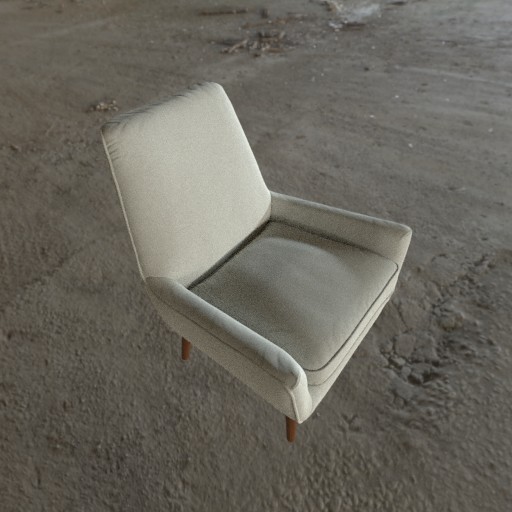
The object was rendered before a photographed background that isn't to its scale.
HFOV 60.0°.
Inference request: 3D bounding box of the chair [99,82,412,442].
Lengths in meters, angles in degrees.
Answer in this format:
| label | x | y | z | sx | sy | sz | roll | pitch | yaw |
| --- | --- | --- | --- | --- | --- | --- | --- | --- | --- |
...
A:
| label | x | y | z | sx | sy | sz | roll | pitch | yaw |
| --- | --- | --- | --- | --- | --- | --- | --- | --- | --- |
| chair | 0.000 | 0.000 | 1.472 | 0.822 | 0.888 | 0.787 | 25 | 46 | 26 |
